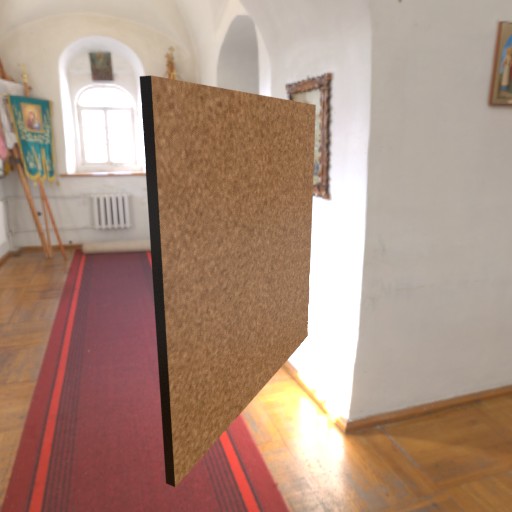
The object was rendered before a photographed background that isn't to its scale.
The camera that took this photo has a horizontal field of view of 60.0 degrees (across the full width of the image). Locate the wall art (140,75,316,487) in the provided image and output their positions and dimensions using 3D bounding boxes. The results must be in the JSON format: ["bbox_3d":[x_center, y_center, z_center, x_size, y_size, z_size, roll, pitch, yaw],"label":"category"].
[{"bbox_3d":[0.000,0.000,0.649,0.014,0.445,0.446,7,17,25],"label":"wall art"}]
